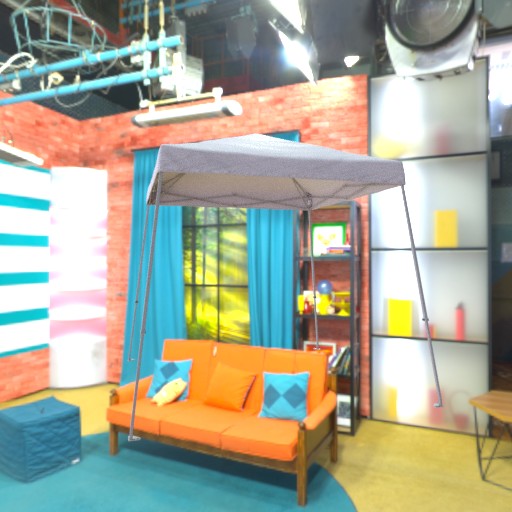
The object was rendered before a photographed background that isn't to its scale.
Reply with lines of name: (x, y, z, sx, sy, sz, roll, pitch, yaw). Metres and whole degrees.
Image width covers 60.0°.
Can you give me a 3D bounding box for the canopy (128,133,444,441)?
canopy: (0.000, 0.000, 5.151, 2.850, 2.850, 2.849, 0, 0, -16)
